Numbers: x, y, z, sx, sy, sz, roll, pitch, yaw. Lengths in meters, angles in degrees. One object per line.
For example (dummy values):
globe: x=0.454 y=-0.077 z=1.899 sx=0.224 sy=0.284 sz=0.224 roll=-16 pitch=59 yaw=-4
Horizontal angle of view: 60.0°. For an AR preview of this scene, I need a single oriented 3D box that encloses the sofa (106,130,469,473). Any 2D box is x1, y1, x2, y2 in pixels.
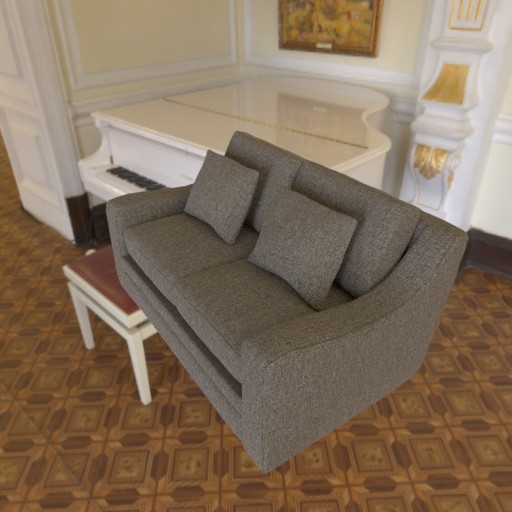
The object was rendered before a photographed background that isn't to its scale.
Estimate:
sofa: x=0.000 y=0.000 z=2.459 sx=1.120 sy=0.991 sz=1.778 roll=-20 pitch=37 yaw=-29
